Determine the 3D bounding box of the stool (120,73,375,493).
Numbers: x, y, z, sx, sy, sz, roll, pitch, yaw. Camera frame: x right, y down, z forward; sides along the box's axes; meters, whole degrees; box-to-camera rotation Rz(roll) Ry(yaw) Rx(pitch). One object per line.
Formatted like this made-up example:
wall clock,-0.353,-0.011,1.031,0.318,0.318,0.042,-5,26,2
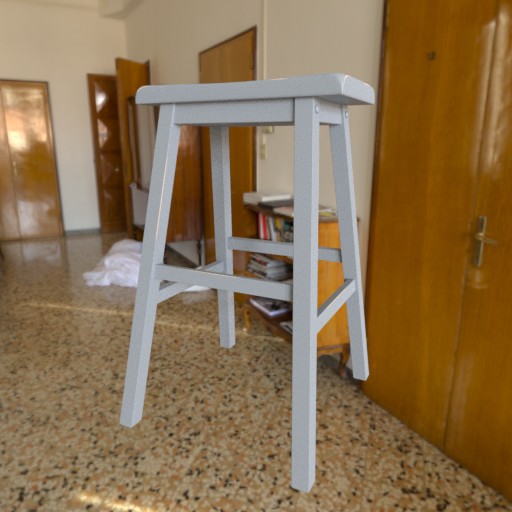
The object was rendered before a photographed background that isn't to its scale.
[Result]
stool,0.000,0.000,1.025,0.457,0.737,0.476,7,16,26
